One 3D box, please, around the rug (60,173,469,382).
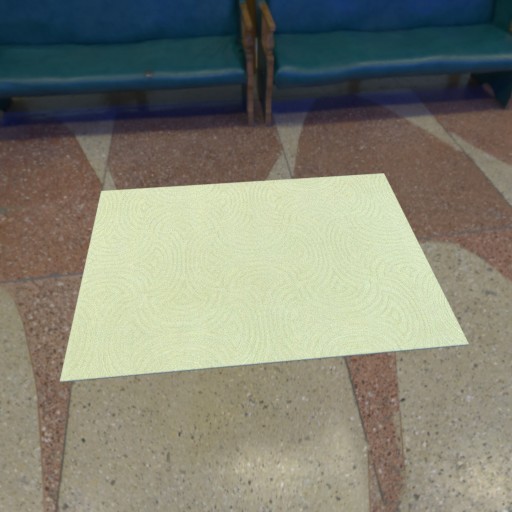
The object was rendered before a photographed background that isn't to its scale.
[{"bbox_3d":[0.000,0.000,2.813,2.132,0.015,1.526,-4,47,-4],"label":"rug"}]
